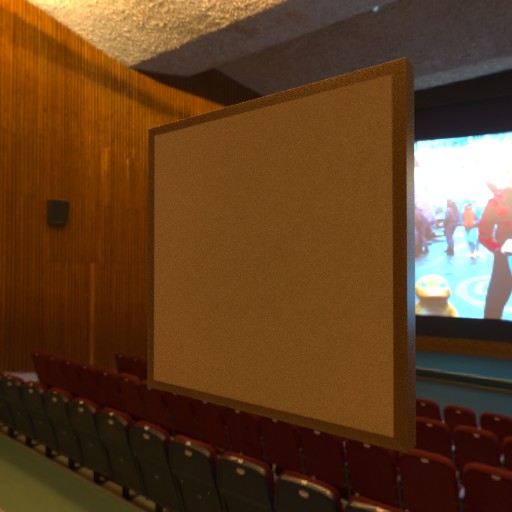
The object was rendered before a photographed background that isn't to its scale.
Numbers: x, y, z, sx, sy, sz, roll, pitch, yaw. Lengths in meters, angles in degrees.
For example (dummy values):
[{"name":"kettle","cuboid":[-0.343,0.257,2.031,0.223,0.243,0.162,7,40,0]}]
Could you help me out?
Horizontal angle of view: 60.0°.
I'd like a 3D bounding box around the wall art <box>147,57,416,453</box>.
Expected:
[{"name":"wall art","cuboid":[0.000,0.000,0.735,0.510,0.509,0.033,-1,-1,37]}]
